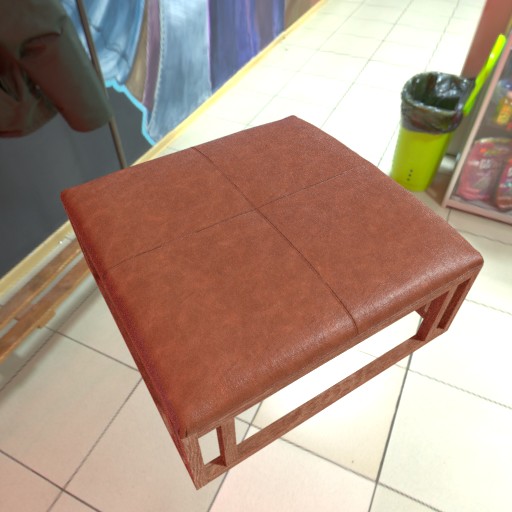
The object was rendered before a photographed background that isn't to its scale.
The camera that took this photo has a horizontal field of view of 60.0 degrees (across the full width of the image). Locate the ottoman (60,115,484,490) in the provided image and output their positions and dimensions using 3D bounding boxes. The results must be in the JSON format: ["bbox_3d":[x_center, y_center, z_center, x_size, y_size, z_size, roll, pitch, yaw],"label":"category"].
[{"bbox_3d":[0.000,0.000,1.556,1.016,0.442,1.013,-24,51,-21],"label":"ottoman"}]
